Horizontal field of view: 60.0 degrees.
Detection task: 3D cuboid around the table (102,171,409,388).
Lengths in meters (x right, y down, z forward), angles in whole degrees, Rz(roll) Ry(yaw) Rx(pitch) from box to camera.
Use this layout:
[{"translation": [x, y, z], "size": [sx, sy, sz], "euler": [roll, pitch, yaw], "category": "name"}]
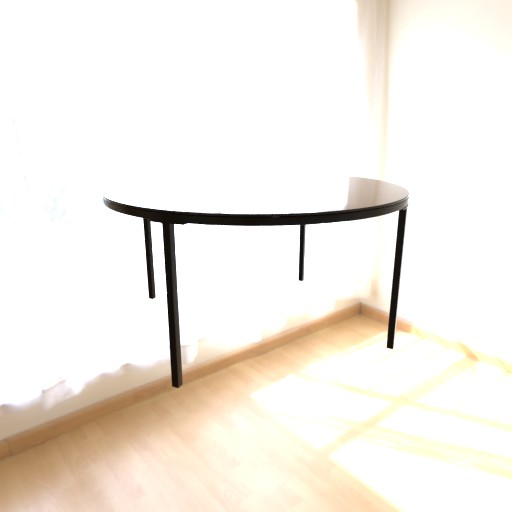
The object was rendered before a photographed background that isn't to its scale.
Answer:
[{"translation": [0.000, 0.000, 1.270], "size": [0.800, 0.400, 0.800], "euler": [0, 16, 0], "category": "table"}]
